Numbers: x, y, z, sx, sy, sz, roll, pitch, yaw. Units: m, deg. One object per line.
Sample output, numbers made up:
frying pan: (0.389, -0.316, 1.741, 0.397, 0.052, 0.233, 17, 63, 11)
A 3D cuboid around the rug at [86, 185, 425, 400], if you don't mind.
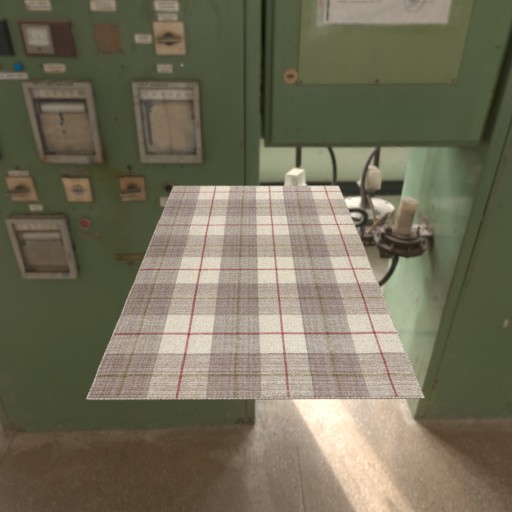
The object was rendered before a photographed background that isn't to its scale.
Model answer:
rug: (0.000, 0.000, 3.051, 1.549, 0.010, 2.464, 0, 32, 0)
